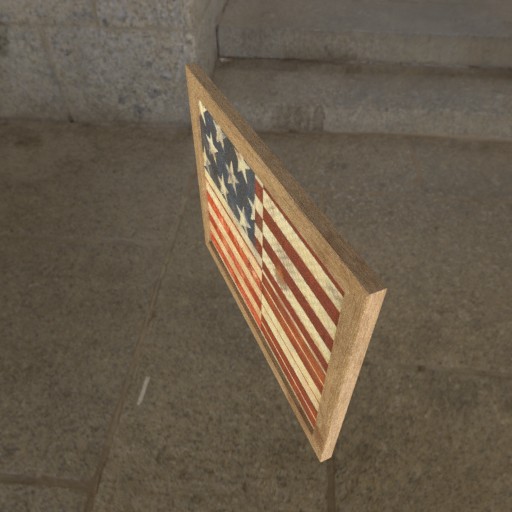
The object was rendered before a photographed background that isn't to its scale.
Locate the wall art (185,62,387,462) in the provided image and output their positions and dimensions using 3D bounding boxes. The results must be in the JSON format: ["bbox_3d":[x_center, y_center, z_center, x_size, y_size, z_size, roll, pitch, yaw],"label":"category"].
[{"bbox_3d":[0.000,0.000,0.922,0.026,0.535,0.690,-18,49,-16],"label":"wall art"}]
